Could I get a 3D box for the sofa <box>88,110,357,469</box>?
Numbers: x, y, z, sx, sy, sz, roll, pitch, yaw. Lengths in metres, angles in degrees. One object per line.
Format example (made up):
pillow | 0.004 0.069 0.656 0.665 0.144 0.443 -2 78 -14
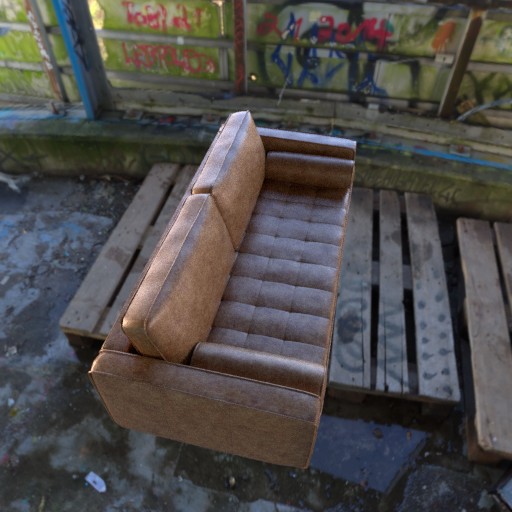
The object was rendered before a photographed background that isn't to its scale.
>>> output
sofa | 0.000 0.000 2.410 0.924 0.825 1.920 10 47 9
